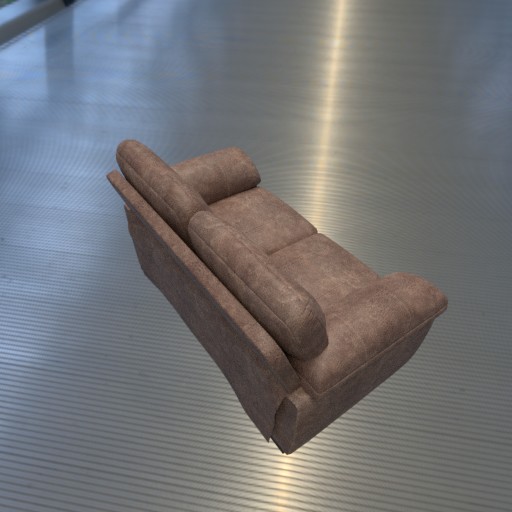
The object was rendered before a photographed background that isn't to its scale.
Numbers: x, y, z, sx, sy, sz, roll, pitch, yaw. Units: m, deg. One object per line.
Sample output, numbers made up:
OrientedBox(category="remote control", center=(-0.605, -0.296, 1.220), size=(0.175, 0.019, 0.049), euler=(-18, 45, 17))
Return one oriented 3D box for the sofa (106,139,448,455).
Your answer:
OrientedBox(category="sofa", center=(0.000, 0.000, 2.422), size=(0.991, 0.991, 1.753), euler=(-26, 48, -26))
